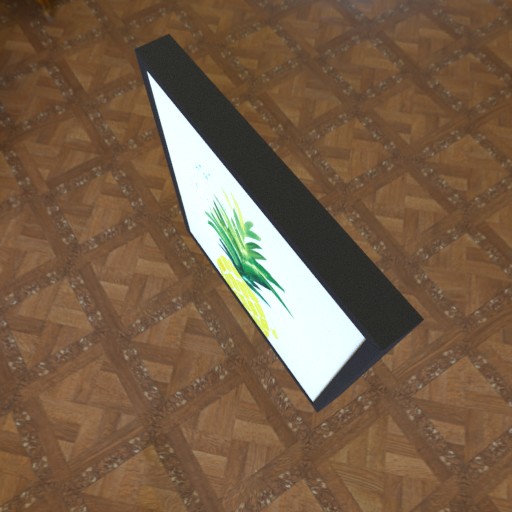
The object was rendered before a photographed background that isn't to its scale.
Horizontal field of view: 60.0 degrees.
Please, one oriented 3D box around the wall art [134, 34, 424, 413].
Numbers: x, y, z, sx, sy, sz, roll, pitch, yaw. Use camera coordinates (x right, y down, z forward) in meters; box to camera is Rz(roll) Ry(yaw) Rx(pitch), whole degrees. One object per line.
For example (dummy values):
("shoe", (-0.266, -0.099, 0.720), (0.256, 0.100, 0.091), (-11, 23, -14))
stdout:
("wall art", (0.000, 0.000, 0.452), (0.033, 0.304, 0.305), (-32, 68, -14))
